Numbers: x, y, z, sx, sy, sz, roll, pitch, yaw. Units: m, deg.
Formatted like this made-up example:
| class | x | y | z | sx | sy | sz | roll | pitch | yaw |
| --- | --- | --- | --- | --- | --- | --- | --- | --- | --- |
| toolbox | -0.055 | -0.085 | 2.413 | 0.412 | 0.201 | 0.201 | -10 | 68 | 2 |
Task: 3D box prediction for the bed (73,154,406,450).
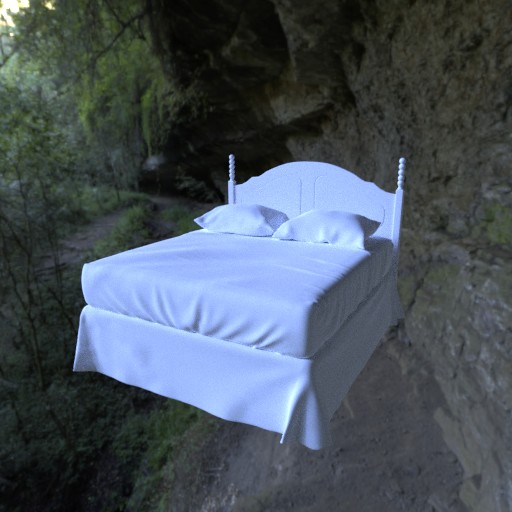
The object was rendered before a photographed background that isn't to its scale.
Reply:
| class | x | y | z | sx | sy | sz | roll | pitch | yaw |
| --- | --- | --- | --- | --- | --- | --- | --- | --- | --- |
| bed | 0.000 | 0.000 | 3.229 | 1.873 | 1.356 | 2.040 | 8 | 17 | 28 |
